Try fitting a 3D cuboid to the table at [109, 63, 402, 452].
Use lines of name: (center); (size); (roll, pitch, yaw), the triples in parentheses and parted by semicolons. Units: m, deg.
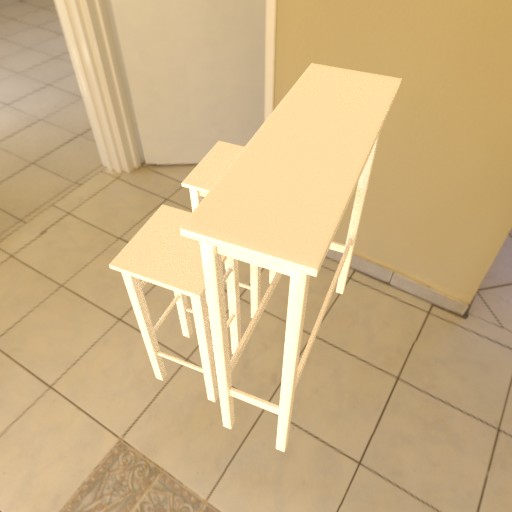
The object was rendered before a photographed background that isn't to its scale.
table: (0.000, 0.000, 1.631); (0.650, 1.065, 0.915); (17, 49, 16)
